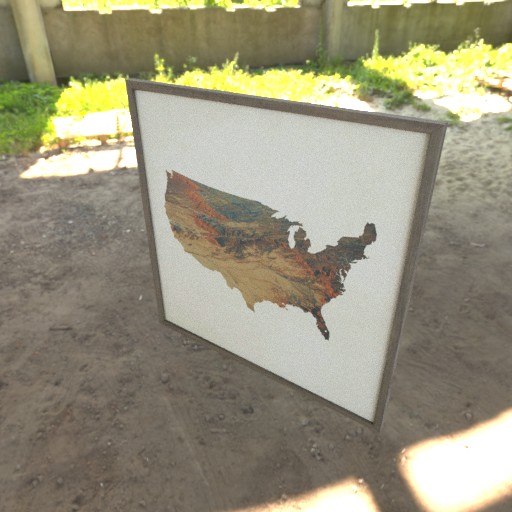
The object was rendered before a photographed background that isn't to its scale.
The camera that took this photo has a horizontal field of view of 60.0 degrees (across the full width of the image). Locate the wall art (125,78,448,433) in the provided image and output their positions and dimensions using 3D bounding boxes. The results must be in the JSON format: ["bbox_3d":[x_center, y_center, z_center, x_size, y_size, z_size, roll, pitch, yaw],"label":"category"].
[{"bbox_3d":[0.000,0.000,0.736,0.508,0.507,0.016,19,36,29],"label":"wall art"}]
